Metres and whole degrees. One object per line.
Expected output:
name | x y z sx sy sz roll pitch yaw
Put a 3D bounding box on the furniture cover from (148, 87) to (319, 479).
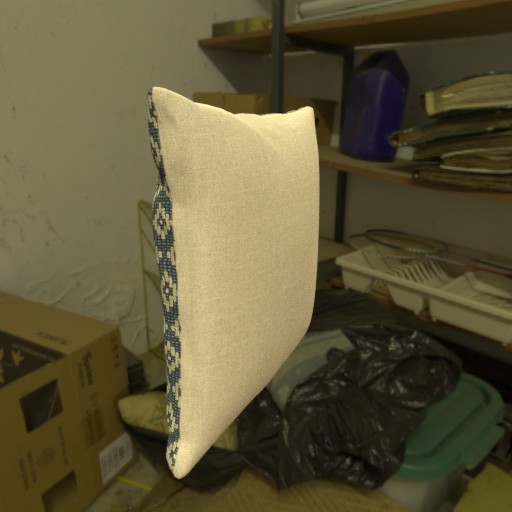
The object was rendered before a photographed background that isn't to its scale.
furniture cover | 0.000 0.000 0.644 0.139 0.431 0.431 7 17 25
